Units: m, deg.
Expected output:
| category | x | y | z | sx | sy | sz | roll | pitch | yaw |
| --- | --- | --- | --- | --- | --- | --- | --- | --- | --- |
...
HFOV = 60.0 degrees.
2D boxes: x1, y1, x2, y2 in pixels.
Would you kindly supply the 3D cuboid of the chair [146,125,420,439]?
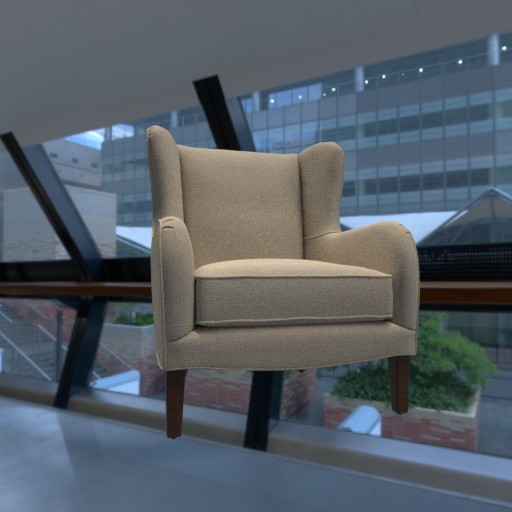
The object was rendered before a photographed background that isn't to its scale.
| category | x | y | z | sx | sy | sz | roll | pitch | yaw |
| --- | --- | --- | --- | --- | --- | --- | --- | --- | --- |
| chair | 0.000 | 0.000 | 1.742 | 0.838 | 1.040 | 0.966 | 0 | -2 | -16 |
